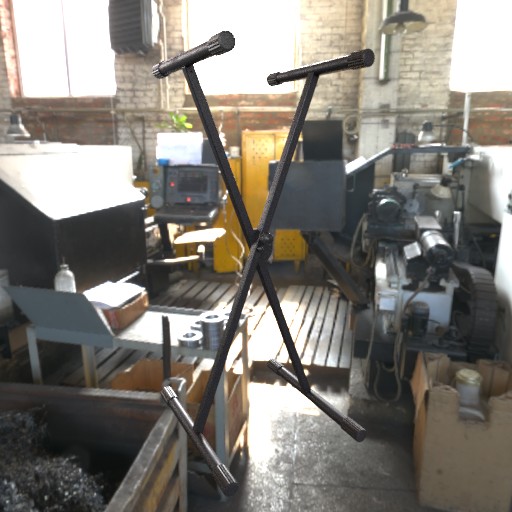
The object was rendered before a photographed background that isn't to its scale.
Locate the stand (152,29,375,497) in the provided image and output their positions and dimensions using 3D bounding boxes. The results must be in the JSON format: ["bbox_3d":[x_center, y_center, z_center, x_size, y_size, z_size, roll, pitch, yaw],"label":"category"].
[{"bbox_3d":[0.000,0.000,1.130,0.409,0.940,0.449,-8,16,-28],"label":"stand"}]
